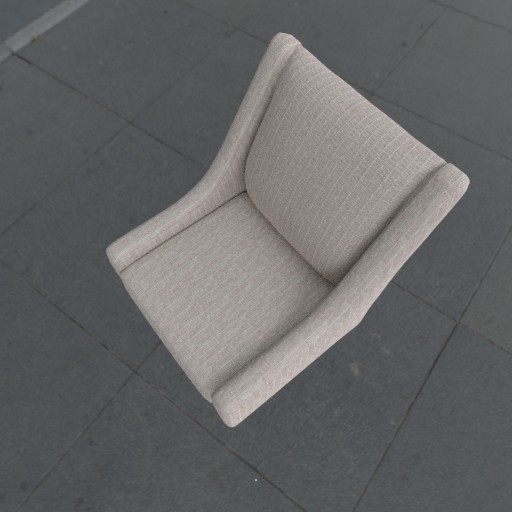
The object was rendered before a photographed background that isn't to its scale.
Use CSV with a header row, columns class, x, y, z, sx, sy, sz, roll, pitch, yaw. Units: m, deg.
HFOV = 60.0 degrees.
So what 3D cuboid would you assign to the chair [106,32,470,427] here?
class,x,y,z,sx,sy,sz,roll,pitch,yaw
chair,0.000,0.000,1.595,0.870,1.014,0.774,-35,68,-16
